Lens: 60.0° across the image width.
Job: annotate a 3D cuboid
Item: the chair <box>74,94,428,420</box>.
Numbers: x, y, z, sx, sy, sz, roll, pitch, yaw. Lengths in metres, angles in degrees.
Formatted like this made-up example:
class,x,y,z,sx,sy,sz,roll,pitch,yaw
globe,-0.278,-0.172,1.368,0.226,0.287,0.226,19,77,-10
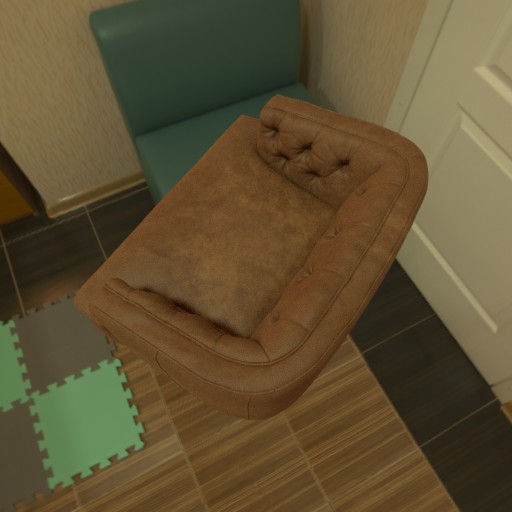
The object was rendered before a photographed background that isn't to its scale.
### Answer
class,x,y,z,sx,sy,sz,roll,pitch,yaw
chair,0.000,0.000,1.735,0.911,0.836,1.119,31,67,15
